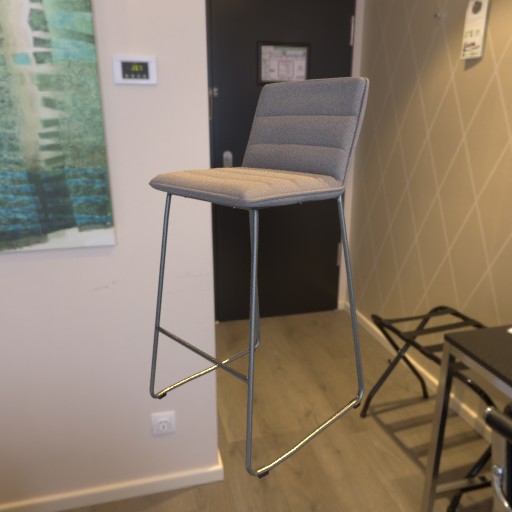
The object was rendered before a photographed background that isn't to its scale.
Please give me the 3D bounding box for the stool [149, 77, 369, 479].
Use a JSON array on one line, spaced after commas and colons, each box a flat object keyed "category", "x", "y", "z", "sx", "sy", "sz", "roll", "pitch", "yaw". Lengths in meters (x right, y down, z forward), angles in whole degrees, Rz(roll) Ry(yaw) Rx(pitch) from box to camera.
[{"category": "stool", "x": 0.000, "y": 0.000, "z": 1.262, "sx": 0.490, "sy": 0.960, "sz": 0.490, "roll": -16, "pitch": 23, "yaw": -42}]
